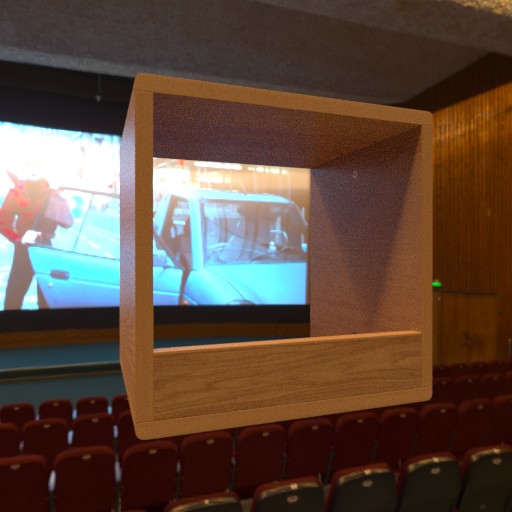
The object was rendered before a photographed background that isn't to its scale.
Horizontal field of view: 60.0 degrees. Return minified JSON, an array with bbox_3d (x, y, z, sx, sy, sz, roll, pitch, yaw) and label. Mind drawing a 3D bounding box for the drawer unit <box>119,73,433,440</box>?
[{"bbox_3d":[0.000,0.000,0.608,0.344,0.344,0.290,0,0,-20],"label":"drawer unit"}]
